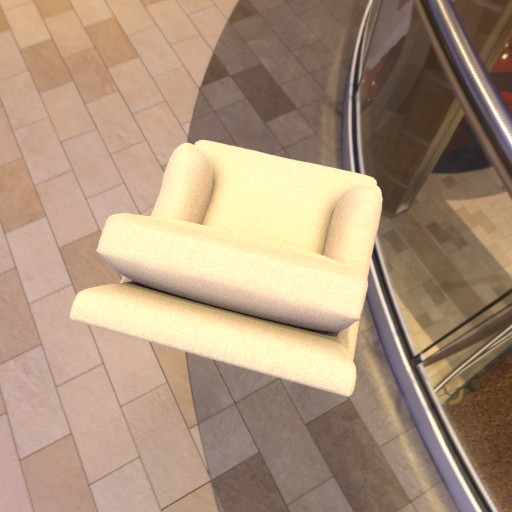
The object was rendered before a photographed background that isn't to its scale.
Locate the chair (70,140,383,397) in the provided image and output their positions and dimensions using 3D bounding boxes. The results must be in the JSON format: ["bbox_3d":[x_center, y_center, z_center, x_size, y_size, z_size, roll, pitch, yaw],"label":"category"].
[{"bbox_3d":[0.000,0.000,1.839,0.895,1.076,1.078,14,65,7],"label":"chair"}]
